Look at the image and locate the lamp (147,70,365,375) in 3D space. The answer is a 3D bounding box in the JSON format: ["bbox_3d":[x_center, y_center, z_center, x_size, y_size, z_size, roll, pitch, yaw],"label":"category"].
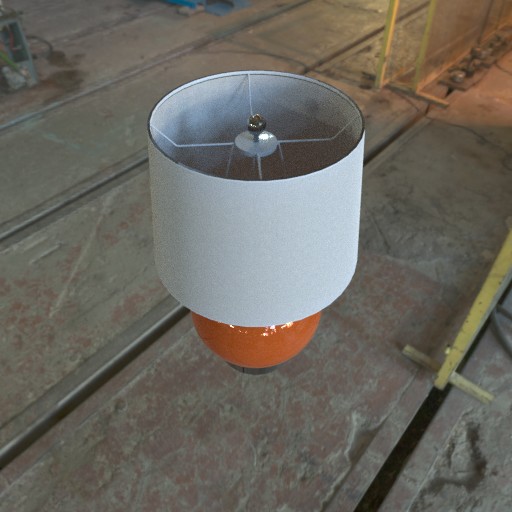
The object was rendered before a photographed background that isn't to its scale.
[{"bbox_3d":[0.000,0.000,0.562,0.247,0.387,0.247,0,46,0],"label":"lamp"}]
